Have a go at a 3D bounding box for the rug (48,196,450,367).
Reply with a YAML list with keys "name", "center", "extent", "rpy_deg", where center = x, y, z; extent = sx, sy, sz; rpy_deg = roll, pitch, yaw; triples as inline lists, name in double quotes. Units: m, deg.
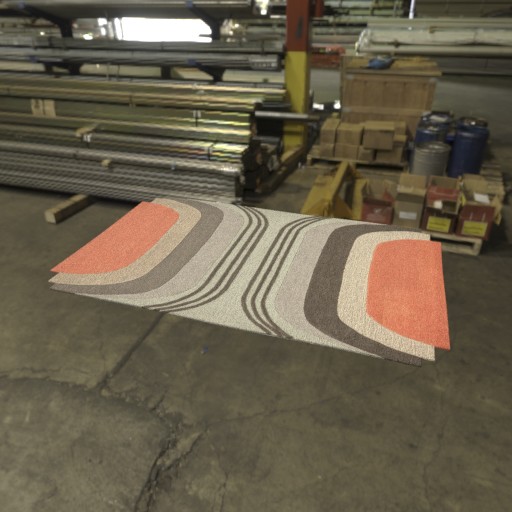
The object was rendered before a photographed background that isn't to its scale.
- name: "rug"
  center: [0.000, 0.000, 3.050]
  extent: [2.446, 0.017, 1.530]
  rpy_deg: [9, 32, 15]
